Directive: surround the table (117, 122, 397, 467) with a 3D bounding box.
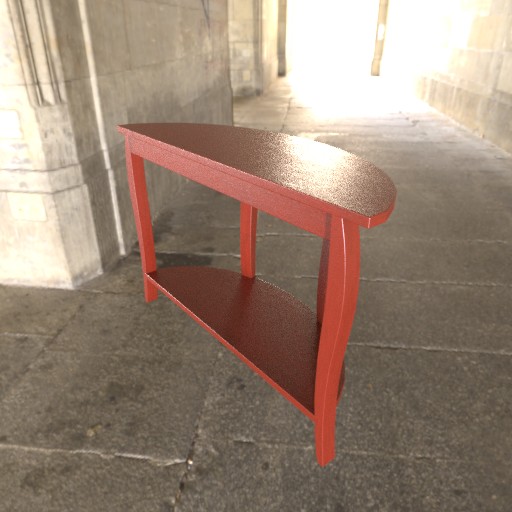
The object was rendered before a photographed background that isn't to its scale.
[{"bbox_3d":[0.000,0.000,1.580,0.405,0.779,1.219,-20,33,-34],"label":"table"}]
